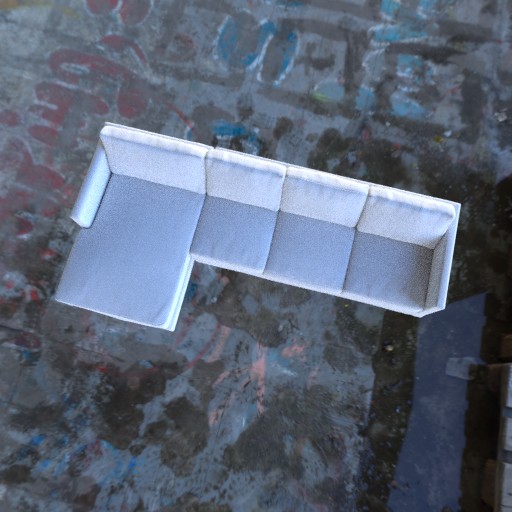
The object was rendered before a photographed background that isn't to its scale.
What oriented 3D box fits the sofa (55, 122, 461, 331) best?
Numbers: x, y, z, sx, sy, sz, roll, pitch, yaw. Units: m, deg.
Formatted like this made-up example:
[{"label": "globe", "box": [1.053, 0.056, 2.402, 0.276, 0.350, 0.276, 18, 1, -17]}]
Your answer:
[{"label": "sofa", "box": [0.000, 0.000, 3.879, 3.186, 0.861, 1.625, 14, 76, 3]}]
